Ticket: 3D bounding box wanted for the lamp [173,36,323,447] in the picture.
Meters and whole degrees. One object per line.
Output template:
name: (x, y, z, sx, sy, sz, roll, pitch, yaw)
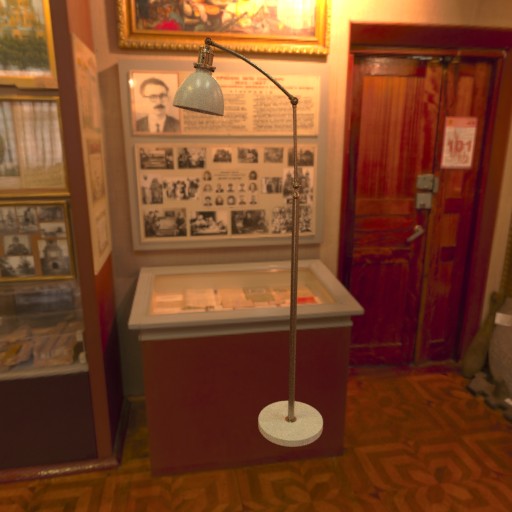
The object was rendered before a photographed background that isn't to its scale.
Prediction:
lamp: (0.000, 0.000, 1.766, 0.599, 1.586, 0.288, -2, 15, -7)
